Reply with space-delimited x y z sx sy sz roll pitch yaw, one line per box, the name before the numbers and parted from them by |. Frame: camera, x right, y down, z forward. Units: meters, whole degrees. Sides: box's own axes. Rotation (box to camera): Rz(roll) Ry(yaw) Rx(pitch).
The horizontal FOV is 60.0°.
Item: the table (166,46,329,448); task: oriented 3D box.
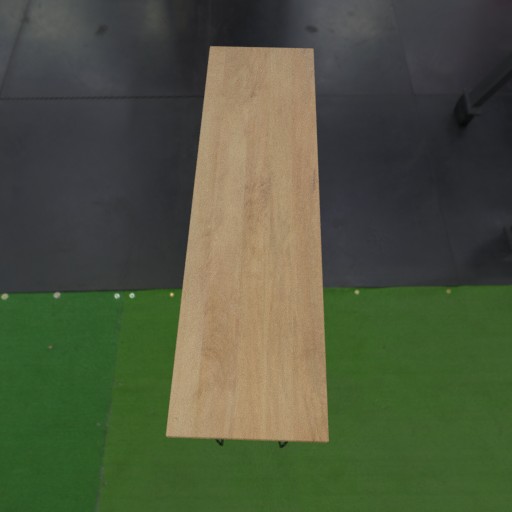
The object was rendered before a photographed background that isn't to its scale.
table | 0.000 0.000 1.752 0.399 0.799 1.400 2 63 1
